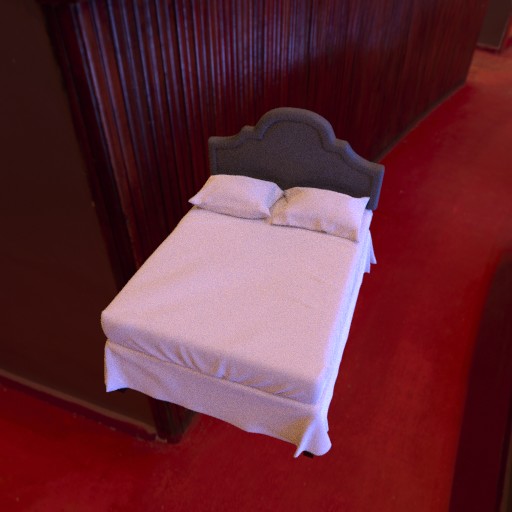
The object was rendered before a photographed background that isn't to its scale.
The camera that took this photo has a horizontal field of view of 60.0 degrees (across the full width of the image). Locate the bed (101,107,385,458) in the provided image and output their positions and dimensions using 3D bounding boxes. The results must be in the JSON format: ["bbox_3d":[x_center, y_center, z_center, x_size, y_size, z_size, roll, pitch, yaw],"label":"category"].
[{"bbox_3d":[0.000,0.000,3.446,1.780,1.634,2.222,13,42,15],"label":"bed"}]
